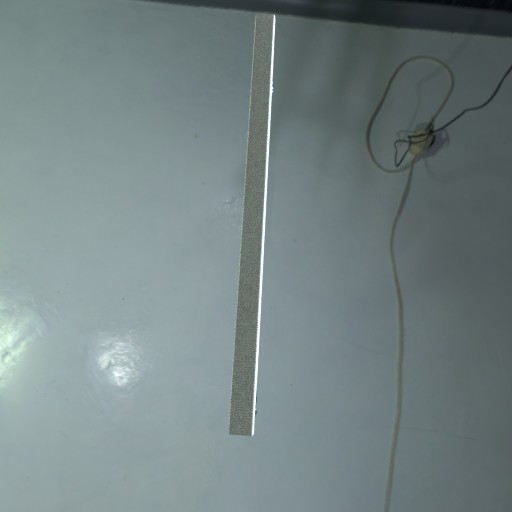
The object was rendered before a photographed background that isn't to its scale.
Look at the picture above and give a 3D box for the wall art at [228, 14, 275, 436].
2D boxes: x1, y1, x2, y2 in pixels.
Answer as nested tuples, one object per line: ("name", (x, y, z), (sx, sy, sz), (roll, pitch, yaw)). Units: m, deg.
("wall art", (0.000, 0.000, 1.120), (0.042, 0.760, 0.760), (3, 75, 1))
